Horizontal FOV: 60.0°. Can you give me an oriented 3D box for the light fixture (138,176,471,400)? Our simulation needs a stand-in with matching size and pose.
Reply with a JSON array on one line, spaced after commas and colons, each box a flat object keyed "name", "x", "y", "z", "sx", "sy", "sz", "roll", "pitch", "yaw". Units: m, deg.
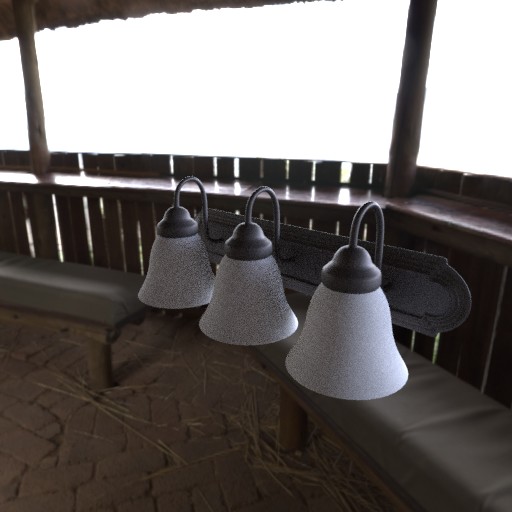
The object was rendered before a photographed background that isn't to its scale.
[{"name": "light fixture", "x": 0.000, "y": 0.000, "z": 0.721, "sx": 0.199, "sy": 0.222, "sz": 0.610, "roll": -16, "pitch": 23, "yaw": -42}]
